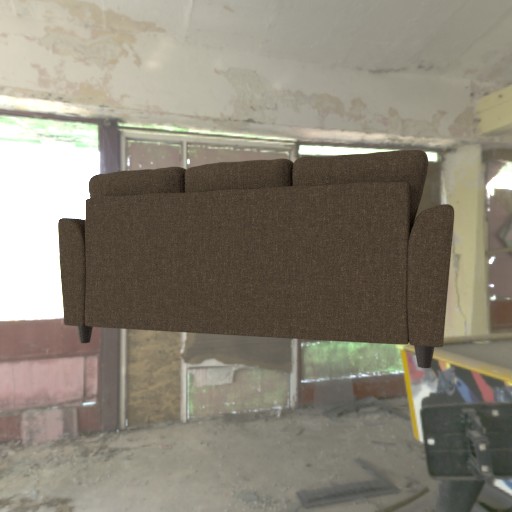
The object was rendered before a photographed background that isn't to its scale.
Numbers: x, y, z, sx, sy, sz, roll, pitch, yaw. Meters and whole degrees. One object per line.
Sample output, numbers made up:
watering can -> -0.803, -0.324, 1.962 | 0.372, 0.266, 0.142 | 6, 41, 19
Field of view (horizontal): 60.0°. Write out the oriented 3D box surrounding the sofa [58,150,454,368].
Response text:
sofa -> 0.000, 0.000, 2.340 | 1.847, 0.891, 0.837 | 0, 0, 18
